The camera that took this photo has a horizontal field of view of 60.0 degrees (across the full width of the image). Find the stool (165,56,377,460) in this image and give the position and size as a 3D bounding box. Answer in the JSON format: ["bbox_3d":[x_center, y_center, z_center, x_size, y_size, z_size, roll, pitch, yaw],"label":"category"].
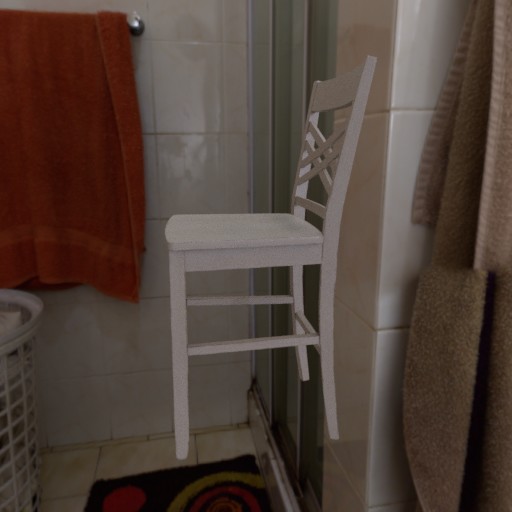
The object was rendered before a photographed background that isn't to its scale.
[{"bbox_3d":[0.000,0.000,1.367,0.539,1.079,0.462,-2,14,-9],"label":"stool"}]
